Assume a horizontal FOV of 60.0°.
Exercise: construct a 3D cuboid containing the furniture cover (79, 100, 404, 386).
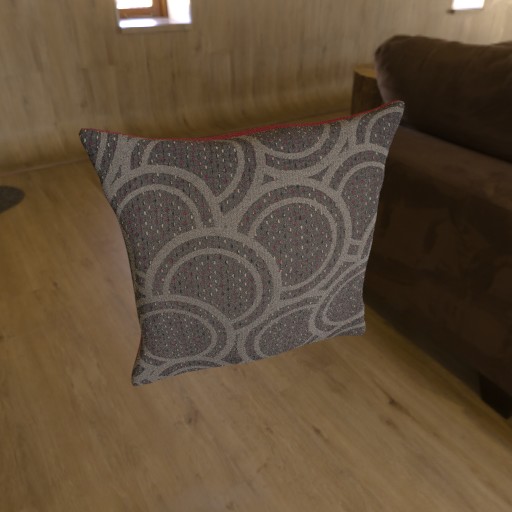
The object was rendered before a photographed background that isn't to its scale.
[{"bbox_3d":[0.000,0.000,0.807,0.514,0.513,0.163,-10,34,-15],"label":"furniture cover"}]
